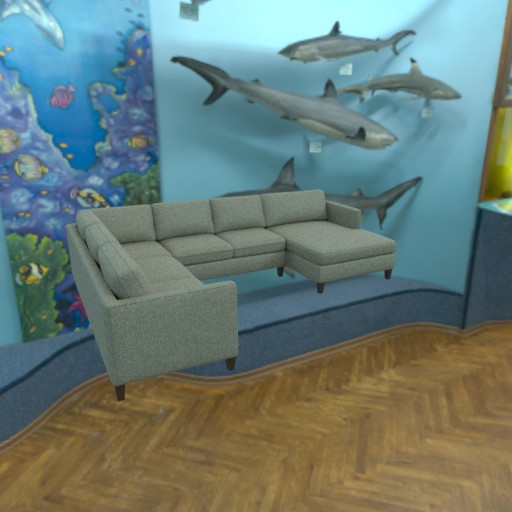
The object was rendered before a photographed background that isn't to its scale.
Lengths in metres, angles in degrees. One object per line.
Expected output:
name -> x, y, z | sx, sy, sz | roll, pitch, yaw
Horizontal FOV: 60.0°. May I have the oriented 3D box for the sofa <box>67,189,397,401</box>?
sofa -> 0.000, 0.000, 4.592 | 3.403, 0.889, 2.551 | -9, 19, -26
